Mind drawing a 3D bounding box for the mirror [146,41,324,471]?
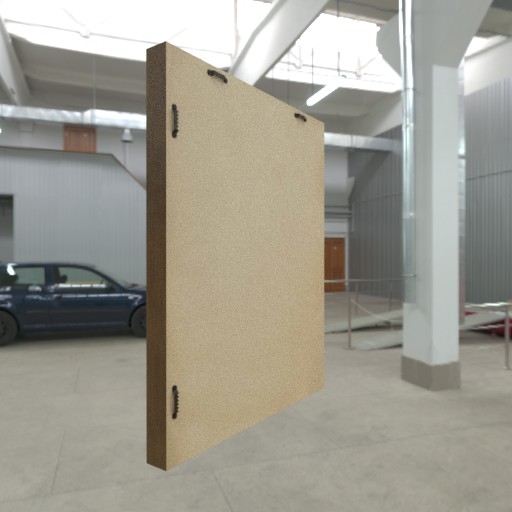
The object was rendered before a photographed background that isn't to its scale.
[{"bbox_3d":[0.000,0.000,0.697,0.041,0.509,0.406,0,0,36],"label":"mirror"}]
